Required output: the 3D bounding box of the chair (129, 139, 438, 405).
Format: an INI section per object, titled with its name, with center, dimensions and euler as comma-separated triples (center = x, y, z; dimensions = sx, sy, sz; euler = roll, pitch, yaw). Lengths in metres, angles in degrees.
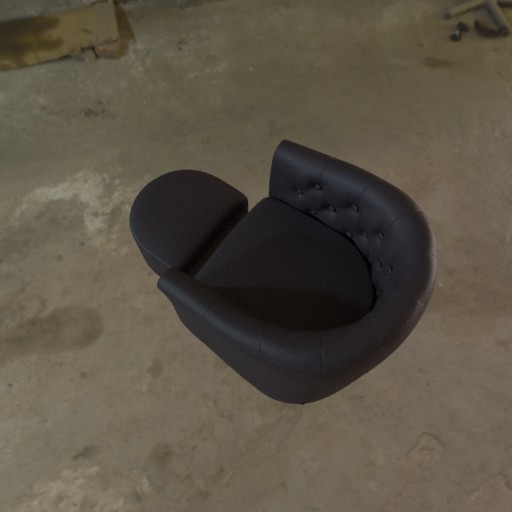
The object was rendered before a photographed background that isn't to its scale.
[chair]
center = 0.000, 0.000, 1.710
dimensions = 1.191, 0.760, 0.763
euler = 33, 68, 15
